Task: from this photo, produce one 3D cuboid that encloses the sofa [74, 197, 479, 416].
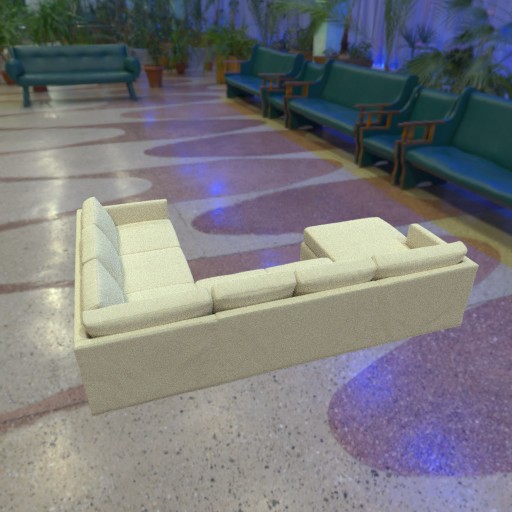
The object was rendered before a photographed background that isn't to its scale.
[{"bbox_3d":[0.000,0.000,4.603,3.464,0.882,2.448,-10,32,-16],"label":"sofa"}]
